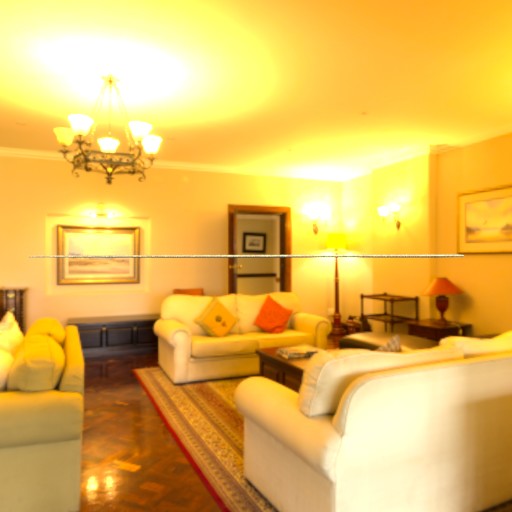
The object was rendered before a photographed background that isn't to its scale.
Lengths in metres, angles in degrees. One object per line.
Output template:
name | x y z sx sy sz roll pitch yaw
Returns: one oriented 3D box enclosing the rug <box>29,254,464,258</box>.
rug | 0.000 0.000 3.075 2.447 0.021 1.527 0 0 18
